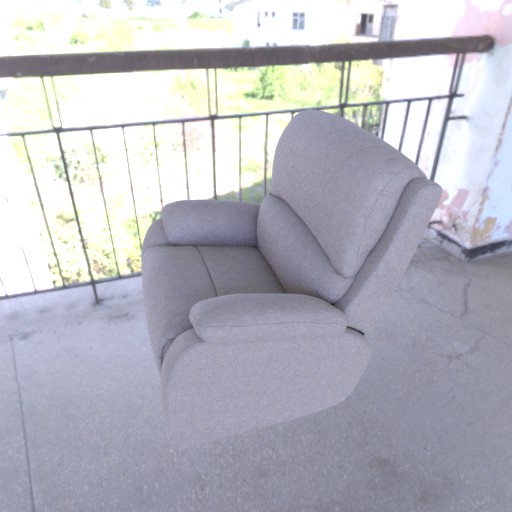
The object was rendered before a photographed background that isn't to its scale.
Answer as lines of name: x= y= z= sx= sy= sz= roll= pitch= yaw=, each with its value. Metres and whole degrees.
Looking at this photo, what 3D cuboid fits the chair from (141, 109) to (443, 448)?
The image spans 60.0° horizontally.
chair: x=0.000 y=0.000 z=1.740 sx=0.899 sy=1.011 sz=0.930 roll=-9 pitch=32 yaw=-15
